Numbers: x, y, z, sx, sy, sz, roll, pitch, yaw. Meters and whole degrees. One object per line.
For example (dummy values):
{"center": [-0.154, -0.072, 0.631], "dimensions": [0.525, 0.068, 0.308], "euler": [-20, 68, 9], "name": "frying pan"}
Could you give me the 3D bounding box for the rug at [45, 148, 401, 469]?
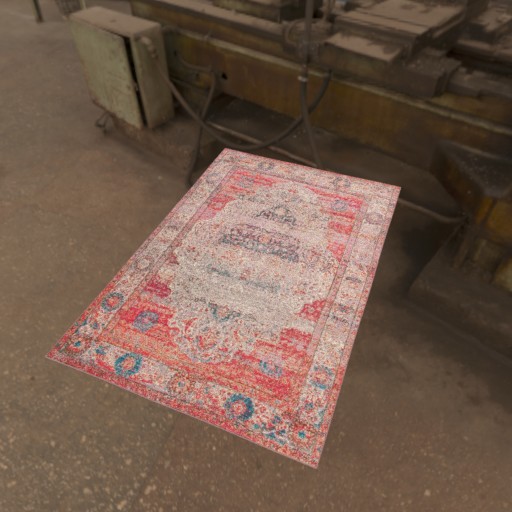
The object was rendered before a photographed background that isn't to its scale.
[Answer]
{"center": [0.000, 0.000, 2.344], "dimensions": [1.219, 0.006, 1.829], "euler": [16, 47, 16], "name": "rug"}
